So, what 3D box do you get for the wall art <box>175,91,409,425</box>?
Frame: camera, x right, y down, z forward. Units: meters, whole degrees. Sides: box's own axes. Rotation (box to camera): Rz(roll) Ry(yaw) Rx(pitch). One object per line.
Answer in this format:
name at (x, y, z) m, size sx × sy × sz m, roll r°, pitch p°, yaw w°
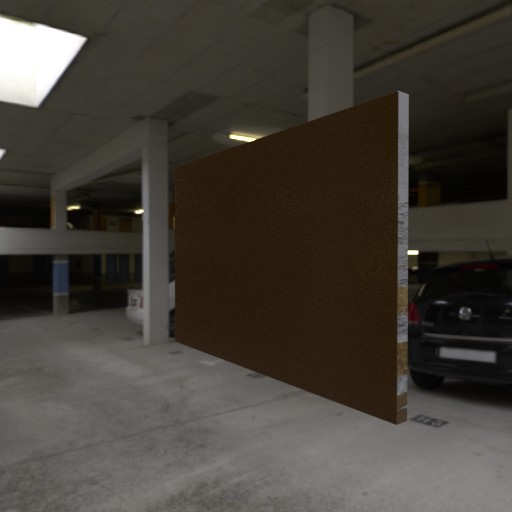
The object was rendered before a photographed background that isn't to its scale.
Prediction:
wall art at (0.000, 0.000, 1.483) m, size 0.041 × 0.762 × 1.145 m, roll -1°, pitch 1°, yaw -36°
